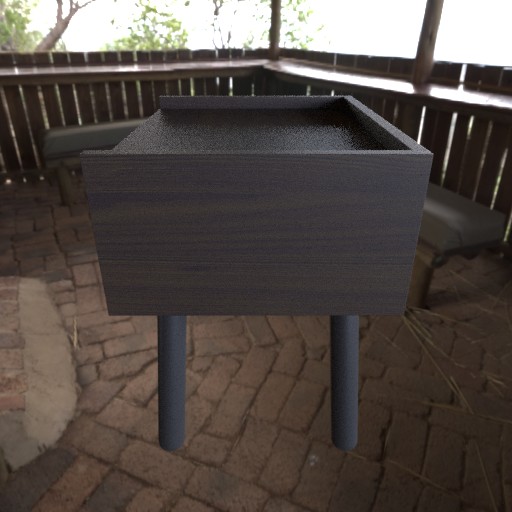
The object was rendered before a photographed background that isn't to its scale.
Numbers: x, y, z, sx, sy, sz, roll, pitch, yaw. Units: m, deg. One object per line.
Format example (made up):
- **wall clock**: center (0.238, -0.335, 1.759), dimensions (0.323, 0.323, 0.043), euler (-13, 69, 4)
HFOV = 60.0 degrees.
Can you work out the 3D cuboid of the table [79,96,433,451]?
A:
- **table**: center (0.000, 0.000, 0.770), dimensions (0.370, 0.470, 0.450), euler (0, 27, 0)
